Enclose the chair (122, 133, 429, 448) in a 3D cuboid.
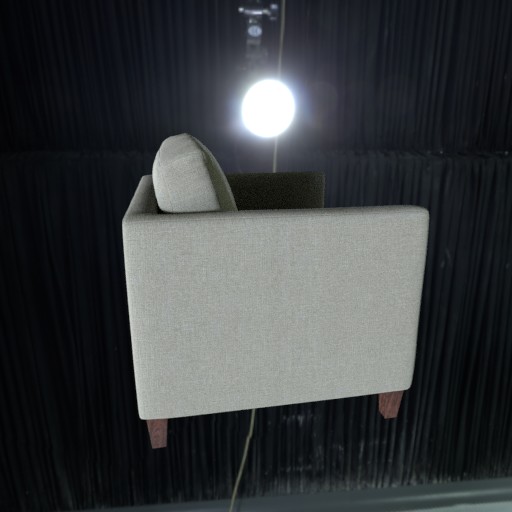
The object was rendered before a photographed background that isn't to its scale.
[{"bbox_3d":[0.000,0.000,1.844,0.959,0.963,1.107,-3,17,-10],"label":"chair"}]
